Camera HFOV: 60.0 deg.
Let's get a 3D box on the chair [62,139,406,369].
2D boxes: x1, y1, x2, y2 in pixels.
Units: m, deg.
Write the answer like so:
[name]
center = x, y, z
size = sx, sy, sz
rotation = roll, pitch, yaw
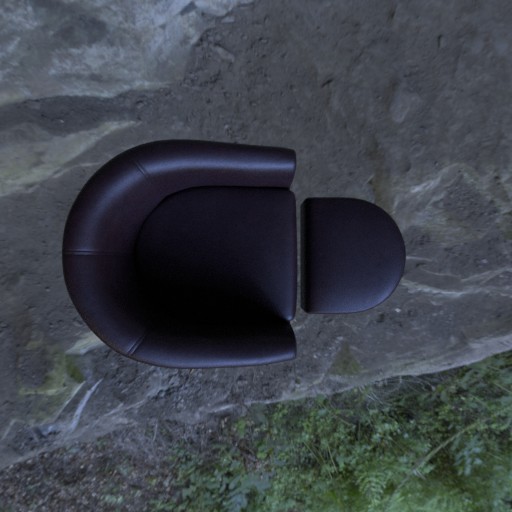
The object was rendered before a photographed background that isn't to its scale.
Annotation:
[chair]
center = 0.000, 0.000, 1.689
size = 1.176, 0.755, 0.737
rotation = 0, 89, -1
